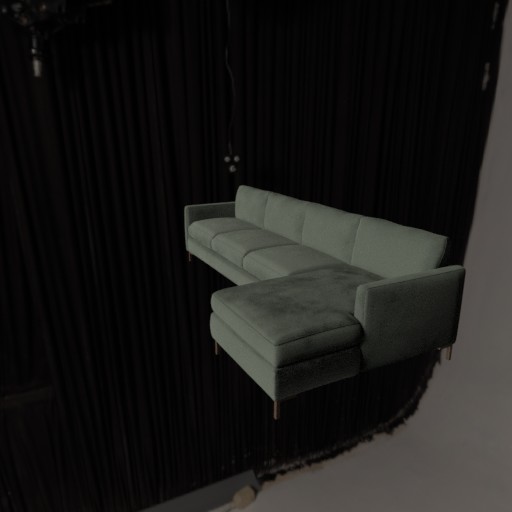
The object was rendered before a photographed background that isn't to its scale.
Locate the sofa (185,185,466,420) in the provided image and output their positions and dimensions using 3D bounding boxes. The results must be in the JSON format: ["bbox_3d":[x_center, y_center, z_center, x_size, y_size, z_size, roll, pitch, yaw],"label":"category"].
[{"bbox_3d":[0.000,0.000,3.364,1.255,0.756,2.725,-8,18,-26],"label":"sofa"}]
